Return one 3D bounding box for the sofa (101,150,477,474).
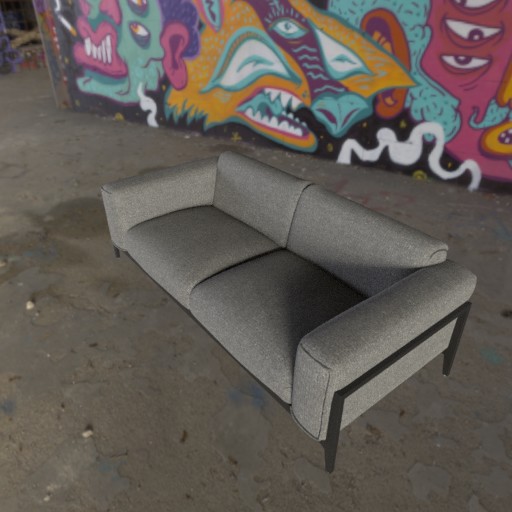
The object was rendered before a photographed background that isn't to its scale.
[{"bbox_3d":[0.000,0.000,2.556,0.985,0.703,2.125,-22,38,-32],"label":"sofa"}]
